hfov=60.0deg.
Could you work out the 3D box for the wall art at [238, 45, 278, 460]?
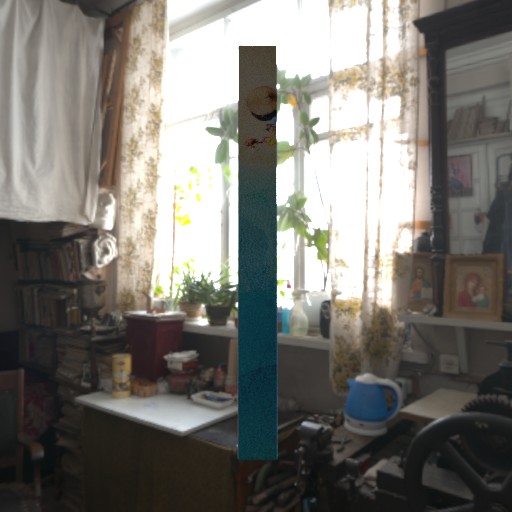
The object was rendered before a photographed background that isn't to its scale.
[{"bbox_3d":[0.000,0.000,0.737,0.039,0.406,0.609,0,-1,0],"label":"wall art"}]
